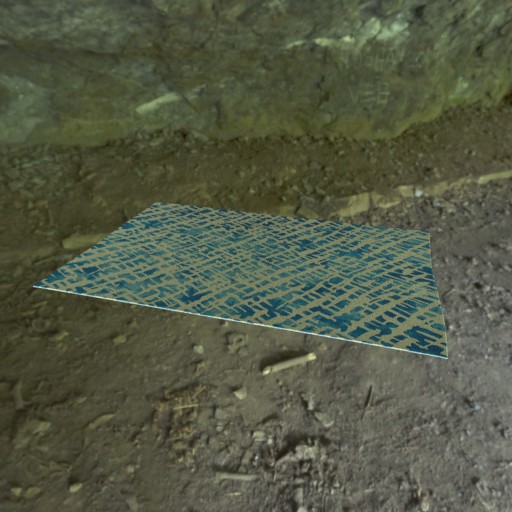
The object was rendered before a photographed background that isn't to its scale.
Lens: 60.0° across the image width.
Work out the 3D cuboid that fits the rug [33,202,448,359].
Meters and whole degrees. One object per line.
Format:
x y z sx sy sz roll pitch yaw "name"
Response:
0.000 0.000 2.369 1.830 0.011 1.209 8 28 15 "rug"
